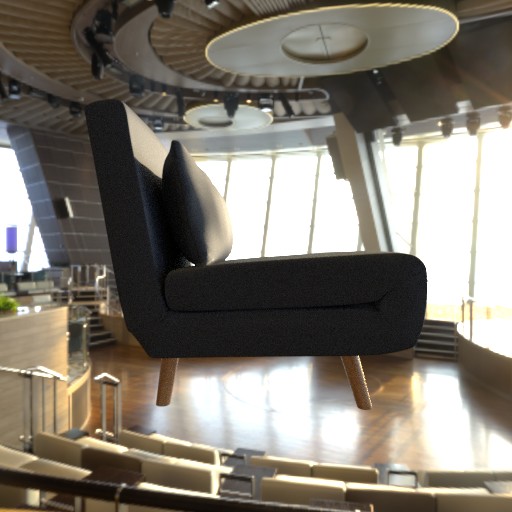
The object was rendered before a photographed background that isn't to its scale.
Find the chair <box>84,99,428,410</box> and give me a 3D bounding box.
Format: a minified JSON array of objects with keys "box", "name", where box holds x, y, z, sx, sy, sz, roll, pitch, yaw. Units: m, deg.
[{"box":[0.000,0.000,1.494,0.900,0.808,0.770,0,0,-1],"name":"chair"}]
